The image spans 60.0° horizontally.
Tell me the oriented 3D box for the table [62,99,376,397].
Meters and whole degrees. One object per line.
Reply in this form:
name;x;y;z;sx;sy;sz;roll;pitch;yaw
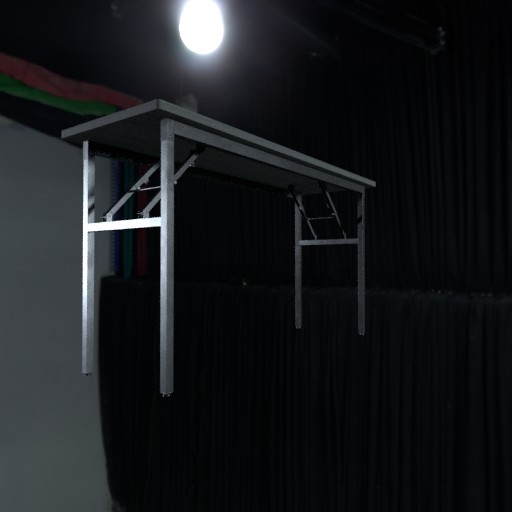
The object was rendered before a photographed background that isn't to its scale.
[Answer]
table;0.000;0.000;1.775;0.449;0.750;1.399;-1;-1;37
